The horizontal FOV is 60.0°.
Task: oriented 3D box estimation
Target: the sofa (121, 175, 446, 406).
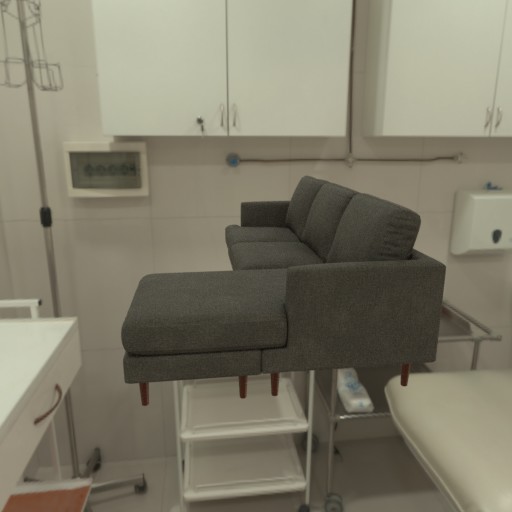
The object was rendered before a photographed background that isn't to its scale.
[{"bbox_3d":[0.000,0.000,3.084,1.504,0.956,2.233,-2,15,-7],"label":"sofa"}]
